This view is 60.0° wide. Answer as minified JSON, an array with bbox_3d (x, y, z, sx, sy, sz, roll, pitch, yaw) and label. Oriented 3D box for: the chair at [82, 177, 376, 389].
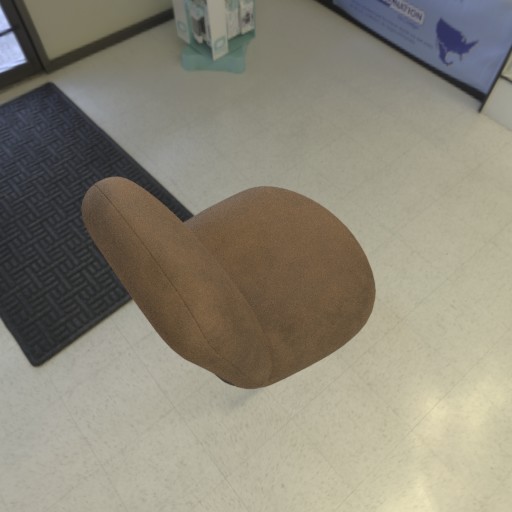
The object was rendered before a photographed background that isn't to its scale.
[{"bbox_3d":[0.000,0.000,1.044,0.597,0.594,0.521,-33,63,-19],"label":"chair"}]
